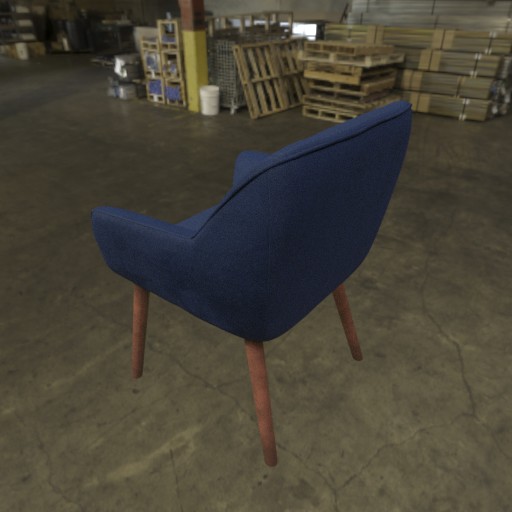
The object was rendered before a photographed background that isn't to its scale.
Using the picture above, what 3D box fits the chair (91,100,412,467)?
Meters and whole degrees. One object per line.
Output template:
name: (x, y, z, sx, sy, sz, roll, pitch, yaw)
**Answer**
chair: (0.000, 0.000, 1.203, 0.600, 0.820, 0.600, 22, 37, 32)
